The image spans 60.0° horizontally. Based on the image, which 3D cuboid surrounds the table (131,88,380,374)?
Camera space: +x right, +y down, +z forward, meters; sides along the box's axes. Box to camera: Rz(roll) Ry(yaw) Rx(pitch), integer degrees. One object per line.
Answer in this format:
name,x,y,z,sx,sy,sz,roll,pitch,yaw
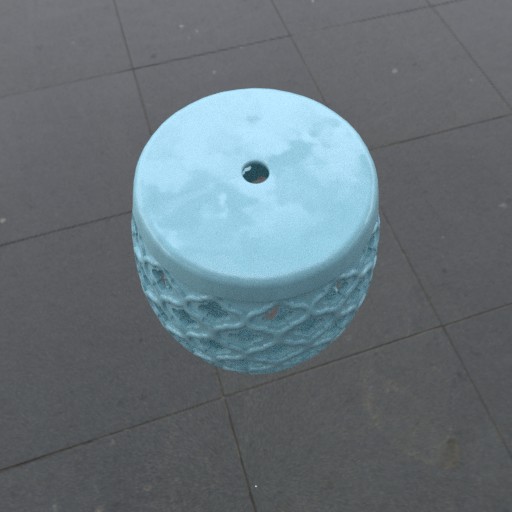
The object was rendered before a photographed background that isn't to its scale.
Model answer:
table,0.000,0.000,0.642,0.325,0.388,0.325,0,63,0
